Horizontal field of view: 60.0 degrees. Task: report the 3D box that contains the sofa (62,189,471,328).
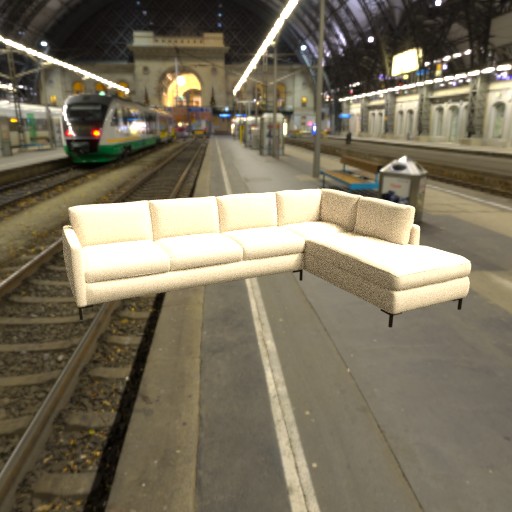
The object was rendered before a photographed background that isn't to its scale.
[{"bbox_3d":[0.000,0.000,3.798,2.949,0.815,2.007,-8,18,-25],"label":"sofa"}]
